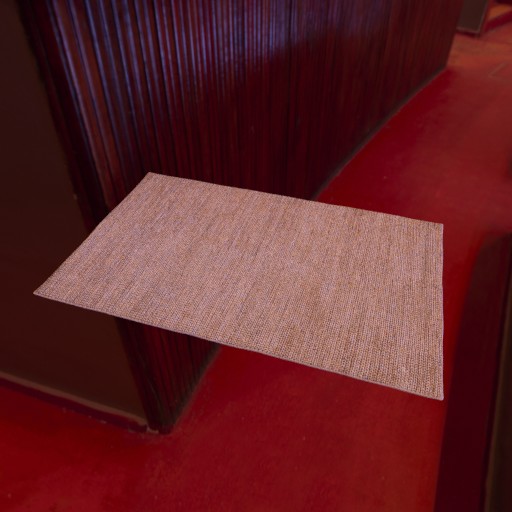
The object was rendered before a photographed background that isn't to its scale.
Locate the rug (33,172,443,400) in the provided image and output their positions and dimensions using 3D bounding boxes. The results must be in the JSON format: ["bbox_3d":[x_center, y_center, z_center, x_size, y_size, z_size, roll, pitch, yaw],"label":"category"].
[{"bbox_3d":[0.000,0.000,3.029,2.438,0.034,1.521,12,43,13],"label":"rug"}]
